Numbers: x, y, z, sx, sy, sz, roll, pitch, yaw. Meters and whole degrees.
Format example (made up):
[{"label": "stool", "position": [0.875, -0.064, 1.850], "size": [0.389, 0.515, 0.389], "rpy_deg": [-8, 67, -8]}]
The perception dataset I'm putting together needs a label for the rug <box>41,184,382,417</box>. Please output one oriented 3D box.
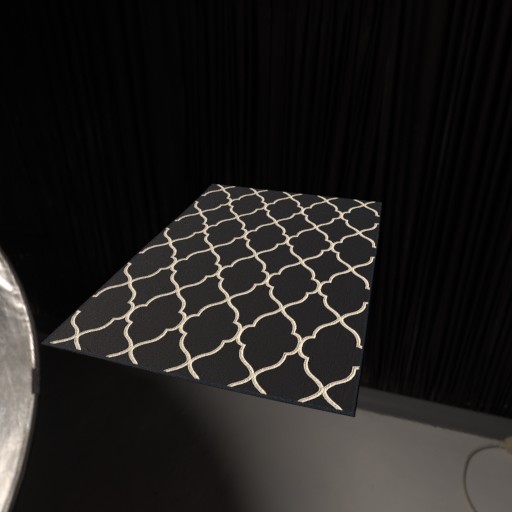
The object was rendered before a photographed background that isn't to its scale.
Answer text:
[{"label": "rug", "position": [0.000, 0.000, 2.923], "size": [1.528, 0.014, 2.294], "rpy_deg": [8, 31, 14]}]
